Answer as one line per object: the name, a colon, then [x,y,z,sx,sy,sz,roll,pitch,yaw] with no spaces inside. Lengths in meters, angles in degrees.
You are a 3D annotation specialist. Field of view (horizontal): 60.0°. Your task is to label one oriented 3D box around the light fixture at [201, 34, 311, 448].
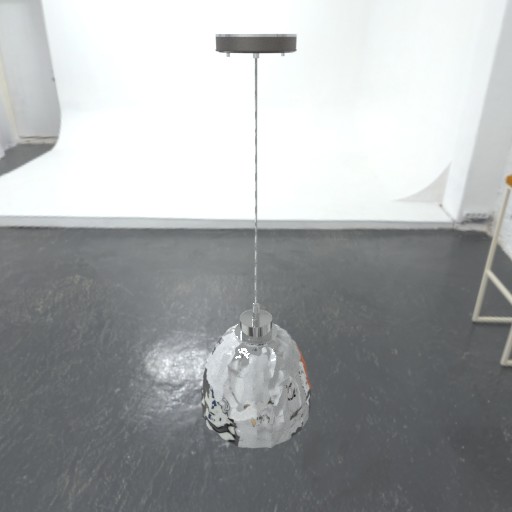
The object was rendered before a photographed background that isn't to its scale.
light fixture: [0.000,0.000,1.688,0.496,1.511,0.500,-8,28,-16]
